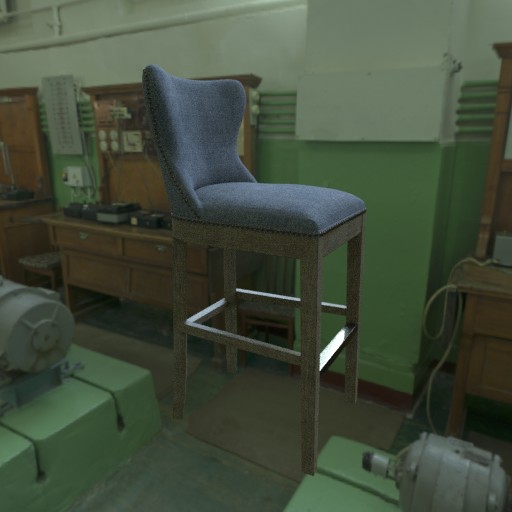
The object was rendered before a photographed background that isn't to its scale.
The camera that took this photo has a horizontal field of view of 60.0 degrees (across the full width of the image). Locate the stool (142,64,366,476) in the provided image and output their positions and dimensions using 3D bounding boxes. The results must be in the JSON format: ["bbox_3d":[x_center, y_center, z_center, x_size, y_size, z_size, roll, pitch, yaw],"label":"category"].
[{"bbox_3d":[0.000,0.000,1.429,0.606,1.123,0.494,8,17,28],"label":"stool"}]
